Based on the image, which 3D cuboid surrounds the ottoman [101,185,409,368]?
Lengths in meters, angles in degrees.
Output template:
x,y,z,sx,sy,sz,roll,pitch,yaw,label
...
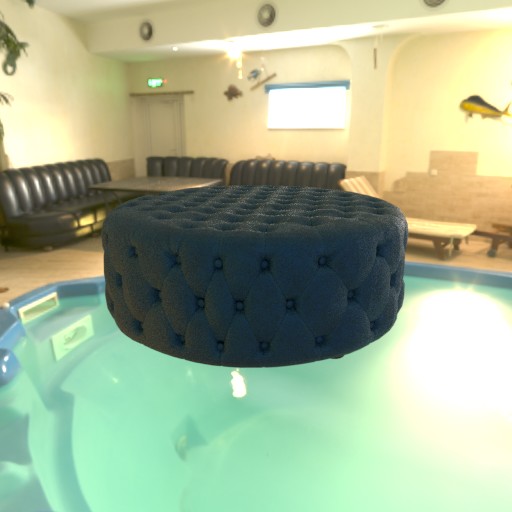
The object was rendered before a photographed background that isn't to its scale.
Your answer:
x,y,z,sx,sy,sz,roll,pitch,yaw,label
0.000,0.000,1.544,0.998,0.398,0.998,0,16,0,ottoman
